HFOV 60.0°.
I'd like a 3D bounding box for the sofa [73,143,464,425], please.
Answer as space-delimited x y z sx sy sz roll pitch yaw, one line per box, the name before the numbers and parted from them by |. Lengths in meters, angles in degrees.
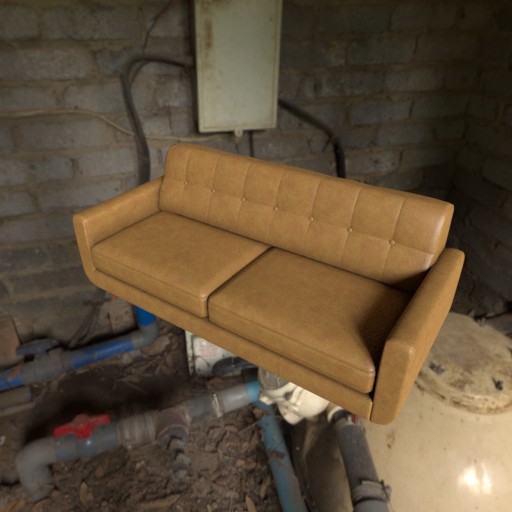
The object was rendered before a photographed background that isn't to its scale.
sofa | 0.000 0.000 2.657 2.137 0.892 0.980 20 37 29
